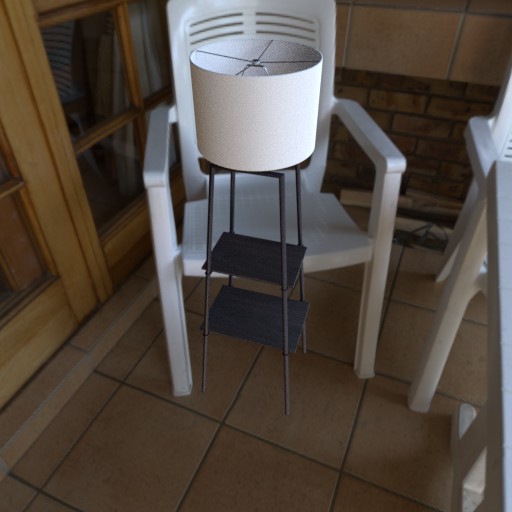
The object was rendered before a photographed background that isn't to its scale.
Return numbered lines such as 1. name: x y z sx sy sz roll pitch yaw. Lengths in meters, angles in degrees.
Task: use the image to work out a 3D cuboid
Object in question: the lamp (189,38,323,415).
1. lamp: 0.000 0.000 1.723 0.427 1.474 0.384 11 41 13
